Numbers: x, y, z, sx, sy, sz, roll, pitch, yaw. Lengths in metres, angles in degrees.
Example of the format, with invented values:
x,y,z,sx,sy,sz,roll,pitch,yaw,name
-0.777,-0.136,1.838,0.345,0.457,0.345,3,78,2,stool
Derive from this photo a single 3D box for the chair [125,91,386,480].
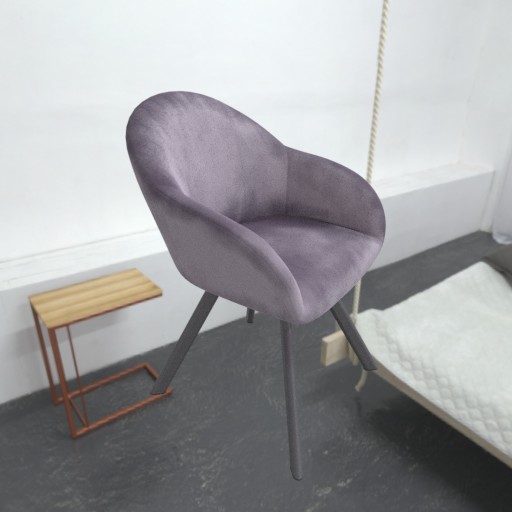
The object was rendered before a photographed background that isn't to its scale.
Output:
x,y,z,sx,sy,sz,roll,pitch,yaw,name
0.000,0.000,1.178,0.590,0.795,0.550,17,30,31,chair
